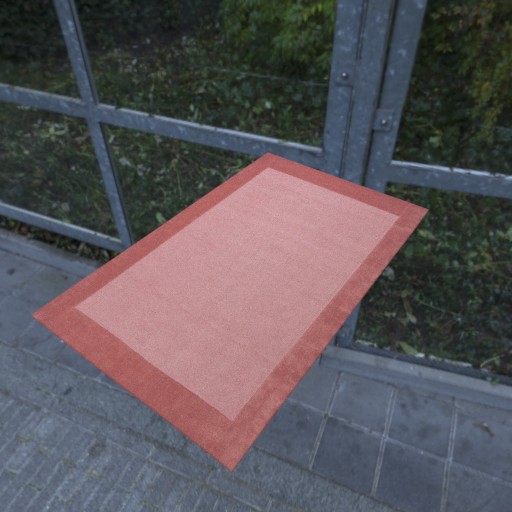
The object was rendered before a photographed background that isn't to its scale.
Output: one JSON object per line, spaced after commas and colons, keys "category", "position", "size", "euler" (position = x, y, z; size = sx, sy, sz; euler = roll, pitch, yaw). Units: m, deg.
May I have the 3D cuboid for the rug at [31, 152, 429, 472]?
{"category": "rug", "position": [0.000, 0.000, 3.021], "size": [1.524, 0.014, 2.438], "euler": [26, 48, 26]}
